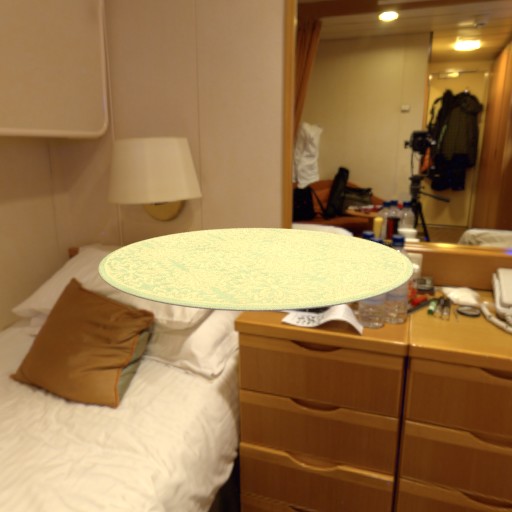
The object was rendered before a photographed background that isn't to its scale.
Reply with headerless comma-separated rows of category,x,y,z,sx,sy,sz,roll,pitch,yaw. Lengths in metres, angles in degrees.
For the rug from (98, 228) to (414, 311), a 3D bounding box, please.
rug,0.000,0.000,2.367,1.593,0.012,1.593,0,14,0
